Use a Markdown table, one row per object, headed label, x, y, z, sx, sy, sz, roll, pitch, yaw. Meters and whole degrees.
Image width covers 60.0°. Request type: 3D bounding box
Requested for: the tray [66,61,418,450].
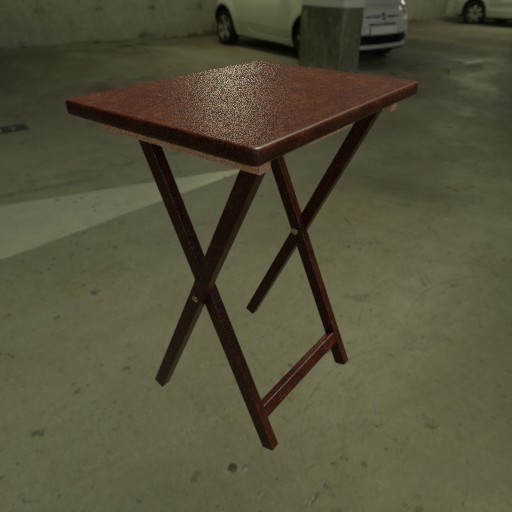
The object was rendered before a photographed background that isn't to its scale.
| label | x | y | z | sx | sy | sz | roll | pitch | yaw |
| --- | --- | --- | --- | --- | --- | --- | --- | --- | --- |
| tray | 0.000 | 0.000 | 0.920 | 0.381 | 0.660 | 0.483 | 23 | 39 | 32 |
